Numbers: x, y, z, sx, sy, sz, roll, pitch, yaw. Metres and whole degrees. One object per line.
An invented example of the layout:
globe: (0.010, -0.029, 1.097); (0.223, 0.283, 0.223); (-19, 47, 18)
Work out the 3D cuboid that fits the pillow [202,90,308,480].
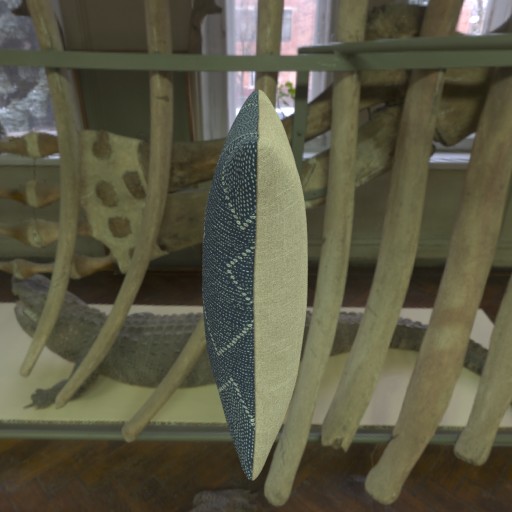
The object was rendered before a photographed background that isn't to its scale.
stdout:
pillow: (0.000, 0.000, 0.665); (0.148, 0.428, 0.435); (0, 26, 0)
